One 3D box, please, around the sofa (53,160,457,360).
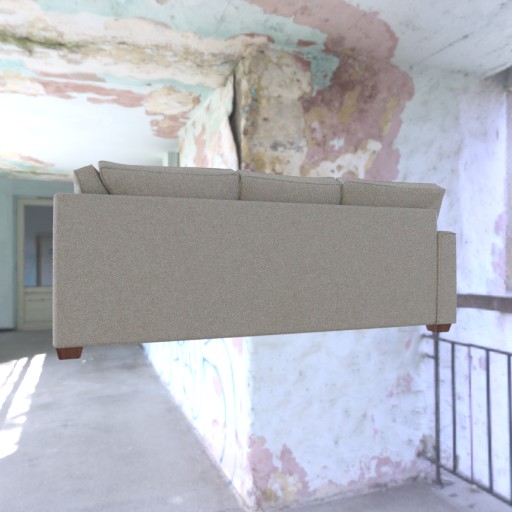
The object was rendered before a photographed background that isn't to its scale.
[{"bbox_3d":[0.000,0.000,2.873,2.317,0.962,1.061,0,0,-20],"label":"sofa"}]
